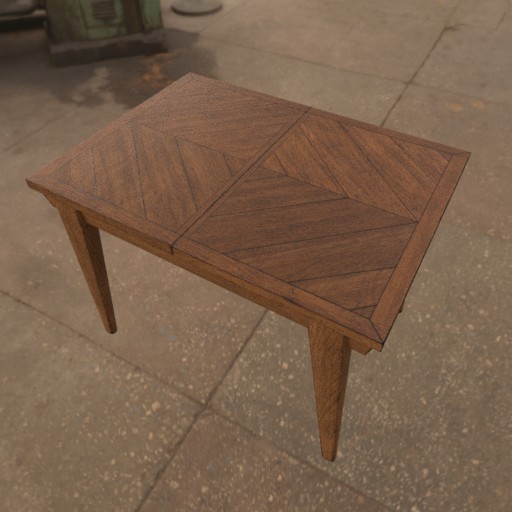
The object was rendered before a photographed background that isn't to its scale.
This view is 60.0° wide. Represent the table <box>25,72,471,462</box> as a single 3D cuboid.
[{"bbox_3d":[0.000,0.000,1.540,1.027,0.760,0.757,23,51,20],"label":"table"}]
